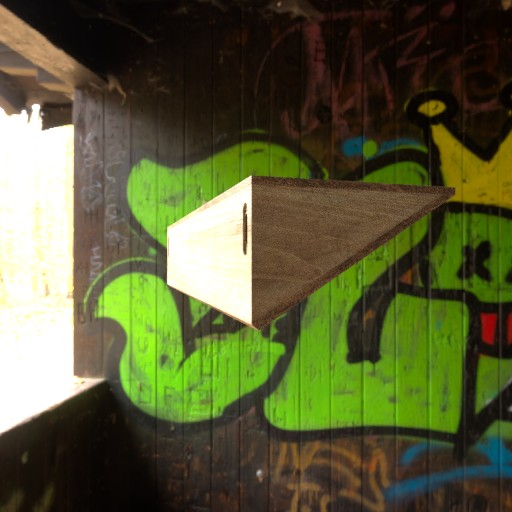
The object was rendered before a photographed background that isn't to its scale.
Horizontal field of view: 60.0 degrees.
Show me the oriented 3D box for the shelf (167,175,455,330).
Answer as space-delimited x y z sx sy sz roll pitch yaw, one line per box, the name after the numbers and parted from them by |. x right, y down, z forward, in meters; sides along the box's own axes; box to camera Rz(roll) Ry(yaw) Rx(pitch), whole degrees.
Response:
0.000 0.000 0.675 0.200 0.125 0.610 0 0 -17 | shelf
